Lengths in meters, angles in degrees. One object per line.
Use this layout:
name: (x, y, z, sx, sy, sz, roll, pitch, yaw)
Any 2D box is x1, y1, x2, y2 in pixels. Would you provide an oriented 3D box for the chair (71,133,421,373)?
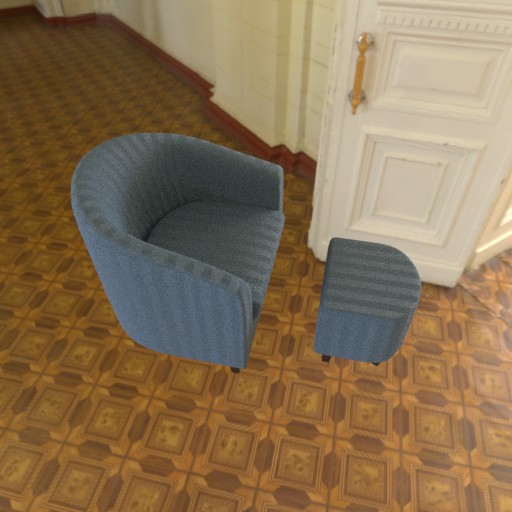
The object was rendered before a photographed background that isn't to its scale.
chair: (0.000, 0.000, 1.763, 1.288, 0.757, 0.756, 9, 45, 9)
